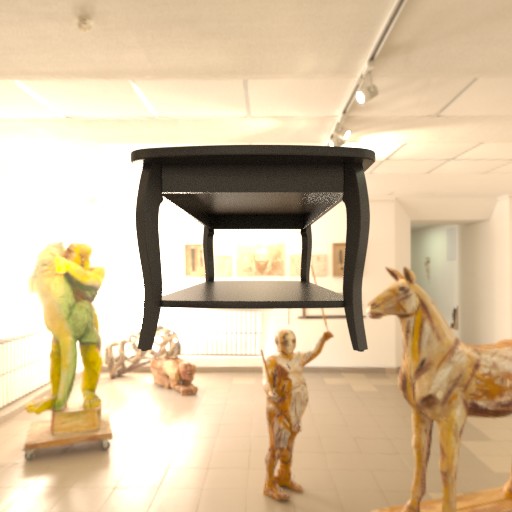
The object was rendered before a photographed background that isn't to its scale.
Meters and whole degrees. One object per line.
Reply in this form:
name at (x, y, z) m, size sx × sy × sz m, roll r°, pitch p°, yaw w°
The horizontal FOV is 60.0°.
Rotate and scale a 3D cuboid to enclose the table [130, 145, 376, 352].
table at (0.000, 0.000, 1.613) m, size 0.571 × 0.457 × 1.333 m, roll 0°, pitch -1°, yaw 1°
